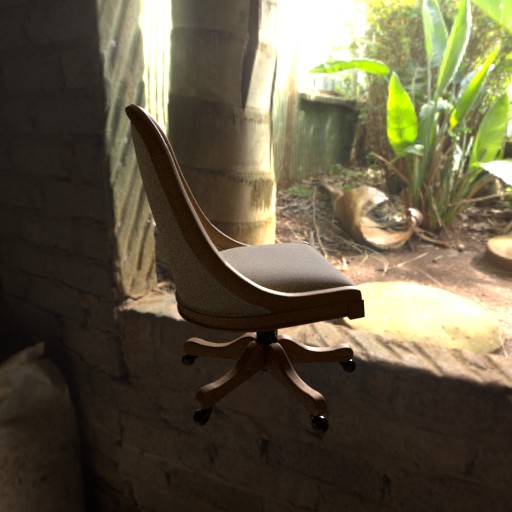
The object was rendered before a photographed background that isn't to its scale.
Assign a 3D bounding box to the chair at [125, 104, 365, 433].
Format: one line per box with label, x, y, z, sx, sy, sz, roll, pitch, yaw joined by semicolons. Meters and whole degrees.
chair;0.000;0.000;1.568;0.811;1.009;0.702;-3;17;-10
